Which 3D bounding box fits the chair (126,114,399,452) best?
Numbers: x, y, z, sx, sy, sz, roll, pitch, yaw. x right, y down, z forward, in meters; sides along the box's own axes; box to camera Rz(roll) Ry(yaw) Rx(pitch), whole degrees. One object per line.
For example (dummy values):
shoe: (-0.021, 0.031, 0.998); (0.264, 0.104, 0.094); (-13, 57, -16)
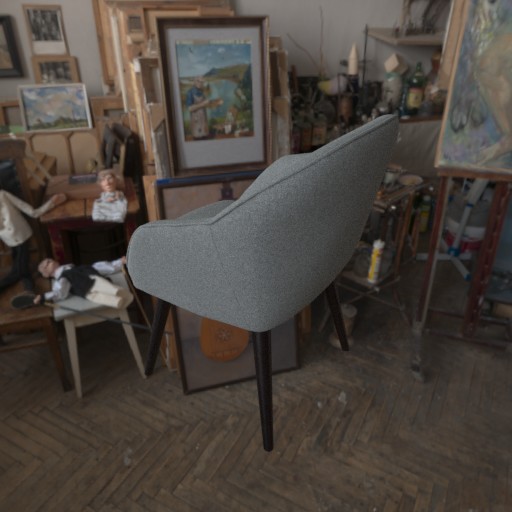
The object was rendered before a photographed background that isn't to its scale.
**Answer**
chair: (0.000, 0.000, 1.224); (0.611, 0.810, 0.589); (20, 37, 30)
